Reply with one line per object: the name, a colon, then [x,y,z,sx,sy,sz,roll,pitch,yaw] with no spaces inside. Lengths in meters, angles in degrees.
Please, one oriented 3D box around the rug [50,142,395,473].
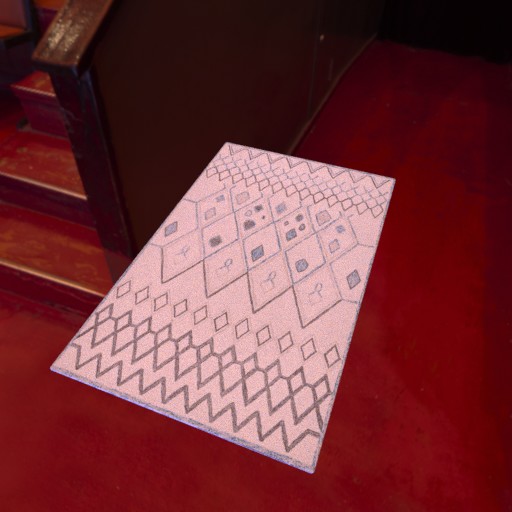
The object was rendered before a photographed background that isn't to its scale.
rug: [0.000,0.000,3.057,1.524,0.015,2.439,16,49,14]
